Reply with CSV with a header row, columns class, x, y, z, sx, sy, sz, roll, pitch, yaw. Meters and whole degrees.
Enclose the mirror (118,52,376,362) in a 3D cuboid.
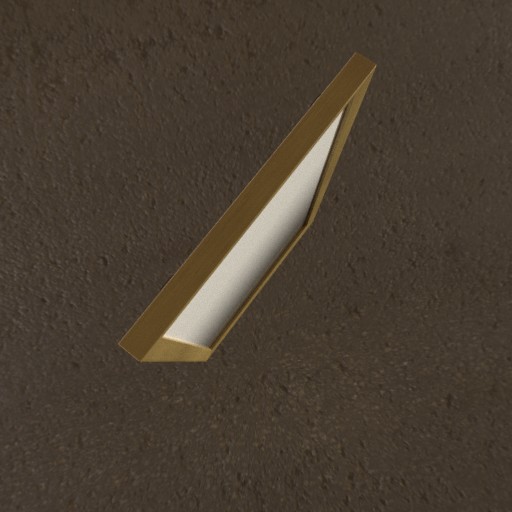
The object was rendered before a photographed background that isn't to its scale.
class,x,y,z,sx,sy,sz,roll,pitch,yaw
mirror,0.000,0.000,0.921,0.040,0.710,0.507,36,79,8
